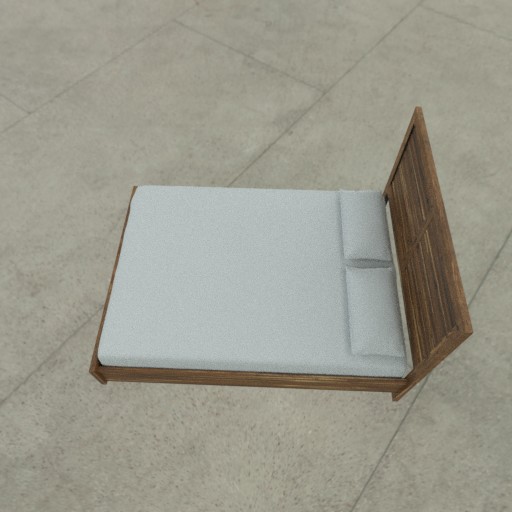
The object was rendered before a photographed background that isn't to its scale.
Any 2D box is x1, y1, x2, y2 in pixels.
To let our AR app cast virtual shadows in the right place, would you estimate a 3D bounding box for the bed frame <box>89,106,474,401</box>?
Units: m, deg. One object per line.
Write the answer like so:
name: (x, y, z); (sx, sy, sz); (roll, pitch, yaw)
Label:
bed frame: (0.000, 0.000, 3.309); (2.276, 1.417, 1.696); (2, 58, 1)
